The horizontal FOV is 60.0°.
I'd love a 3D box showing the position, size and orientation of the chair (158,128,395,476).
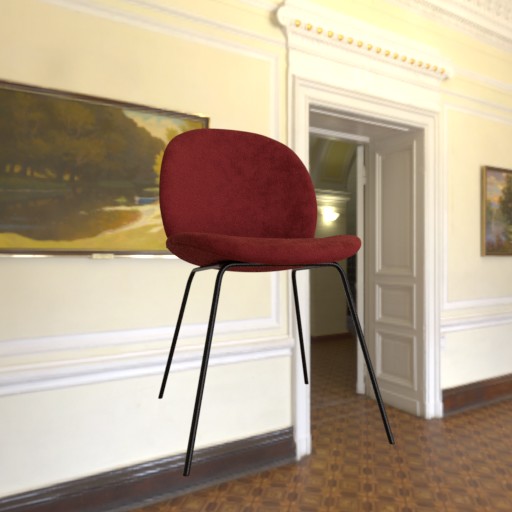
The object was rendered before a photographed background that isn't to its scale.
[{"bbox_3d":[0.000,0.000,1.126,0.458,0.791,0.587,0,0,-18],"label":"chair"}]
